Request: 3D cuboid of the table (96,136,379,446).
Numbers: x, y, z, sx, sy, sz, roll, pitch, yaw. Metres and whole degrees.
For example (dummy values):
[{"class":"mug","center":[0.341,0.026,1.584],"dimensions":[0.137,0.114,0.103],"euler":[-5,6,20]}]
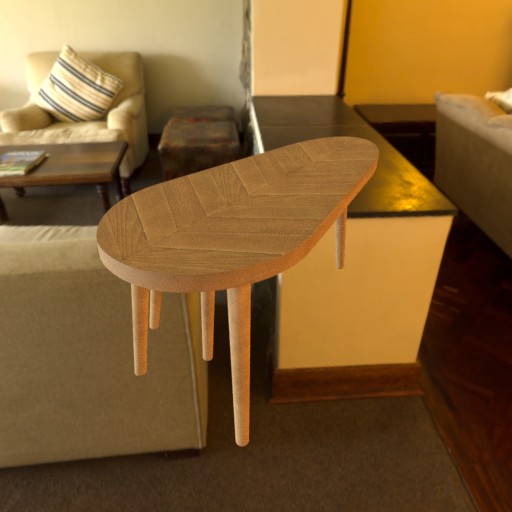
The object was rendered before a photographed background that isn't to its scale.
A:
[{"class":"table","center":[0.000,0.000,1.574],"dimensions":[0.701,0.595,1.190],"euler":[21,37,31]}]
